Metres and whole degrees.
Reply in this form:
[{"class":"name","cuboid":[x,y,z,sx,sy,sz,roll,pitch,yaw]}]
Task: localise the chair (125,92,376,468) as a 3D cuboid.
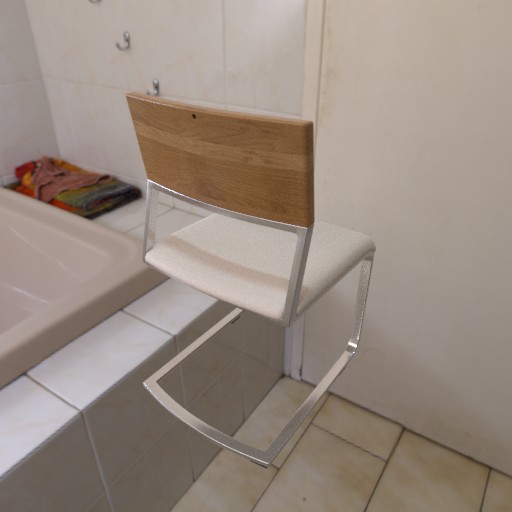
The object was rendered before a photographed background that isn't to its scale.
[{"class":"chair","cuboid":[0.000,0.000,1.199,0.467,0.844,0.585,20,36,30]}]
